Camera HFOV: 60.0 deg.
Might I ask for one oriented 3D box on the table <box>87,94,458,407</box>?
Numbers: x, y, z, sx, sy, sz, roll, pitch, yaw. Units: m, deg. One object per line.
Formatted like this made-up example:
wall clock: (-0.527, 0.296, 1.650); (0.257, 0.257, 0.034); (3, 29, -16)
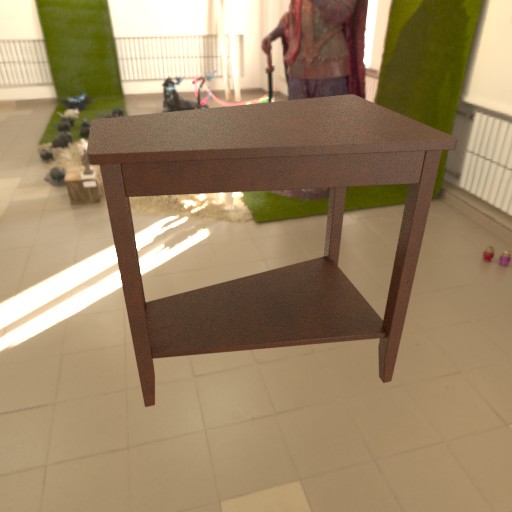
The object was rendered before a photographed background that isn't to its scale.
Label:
table: (0.000, 0.000, 0.993); (0.605, 0.589, 0.399); (-8, 32, -14)
